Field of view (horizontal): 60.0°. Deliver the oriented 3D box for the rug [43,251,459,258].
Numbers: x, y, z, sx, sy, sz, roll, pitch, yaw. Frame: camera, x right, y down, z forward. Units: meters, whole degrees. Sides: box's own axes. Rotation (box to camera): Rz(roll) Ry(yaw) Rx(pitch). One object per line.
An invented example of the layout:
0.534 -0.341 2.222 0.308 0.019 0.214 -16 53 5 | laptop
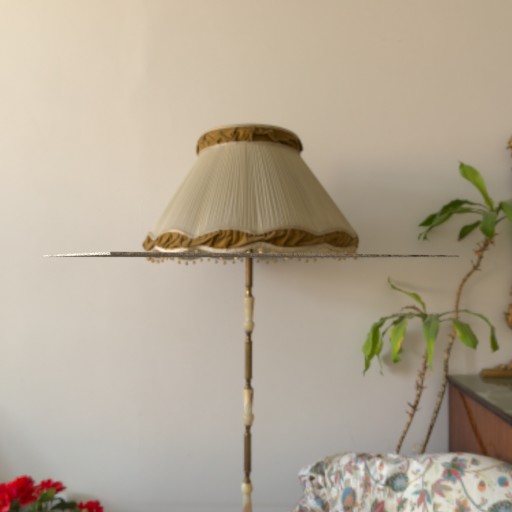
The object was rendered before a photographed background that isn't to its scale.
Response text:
0.000 0.000 4.792 3.824 0.019 2.393 0 -1 -35 | rug
